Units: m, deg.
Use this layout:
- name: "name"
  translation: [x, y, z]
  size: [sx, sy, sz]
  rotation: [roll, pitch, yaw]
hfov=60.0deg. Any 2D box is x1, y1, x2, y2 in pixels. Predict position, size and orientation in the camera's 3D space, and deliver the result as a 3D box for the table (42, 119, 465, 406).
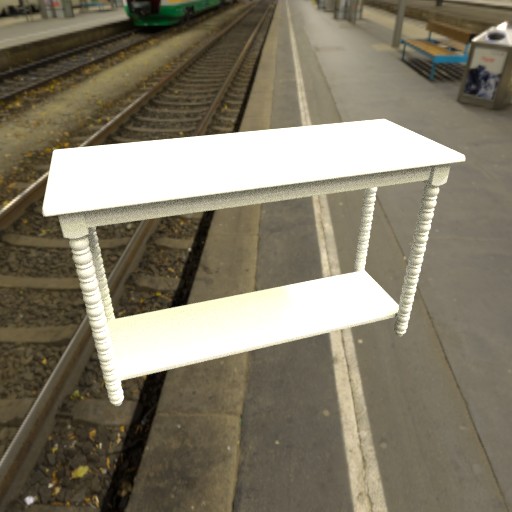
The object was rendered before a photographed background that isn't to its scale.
- name: "table"
  translation: [0.000, 0.000, 1.544]
  size: [1.184, 0.740, 0.459]
  rotation: [-10, 33, -15]
